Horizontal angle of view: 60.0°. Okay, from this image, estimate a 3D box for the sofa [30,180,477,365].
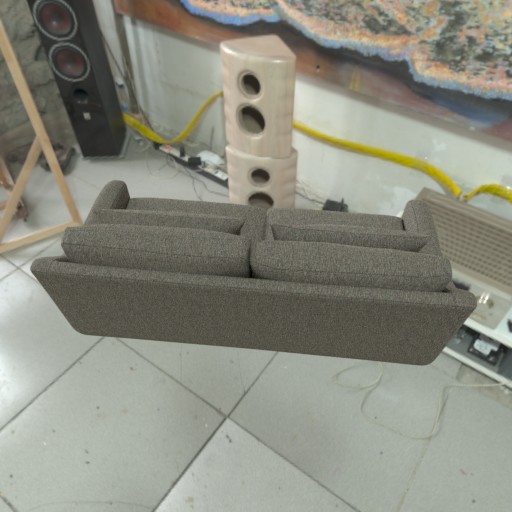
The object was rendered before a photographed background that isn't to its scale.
[{"bbox_3d":[0.000,0.000,2.958,2.418,0.998,1.103,4,47,4],"label":"sofa"}]
